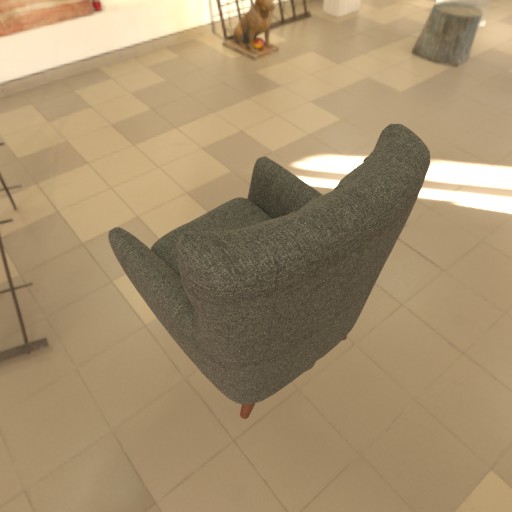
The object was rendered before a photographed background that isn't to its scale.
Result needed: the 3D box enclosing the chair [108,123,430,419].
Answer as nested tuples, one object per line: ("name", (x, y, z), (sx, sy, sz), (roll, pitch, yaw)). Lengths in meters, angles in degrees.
("chair", (0.000, 0.000, 1.748), (0.878, 1.063, 0.904), (-31, 54, -26))
